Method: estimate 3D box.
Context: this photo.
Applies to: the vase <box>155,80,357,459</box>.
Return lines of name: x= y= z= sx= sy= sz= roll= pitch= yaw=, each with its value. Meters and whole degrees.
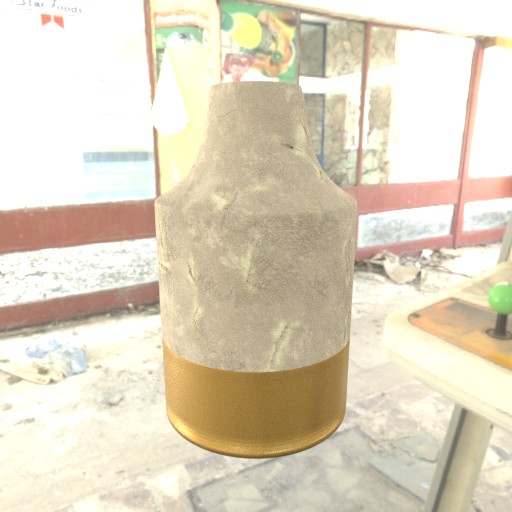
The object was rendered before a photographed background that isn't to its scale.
vase: x=0.000 y=0.000 z=0.423 sx=0.184 sy=0.305 sz=0.184 roll=0 pitch=15 yaw=0
